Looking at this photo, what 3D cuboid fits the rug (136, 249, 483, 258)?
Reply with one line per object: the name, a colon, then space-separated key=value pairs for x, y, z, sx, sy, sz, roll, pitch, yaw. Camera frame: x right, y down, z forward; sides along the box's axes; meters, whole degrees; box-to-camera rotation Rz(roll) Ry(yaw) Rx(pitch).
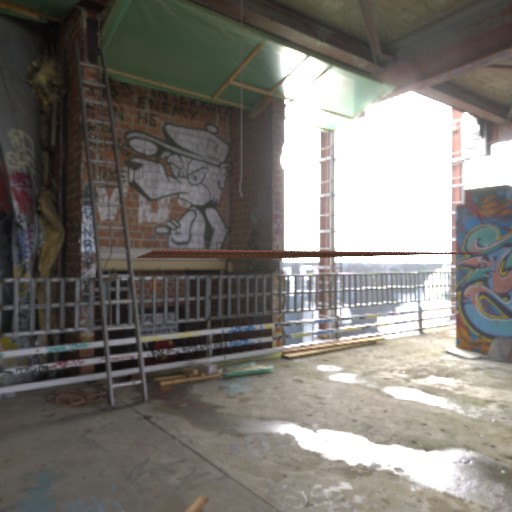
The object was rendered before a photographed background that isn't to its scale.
rug: x=0.000 y=0.000 z=3.041 sx=1.523 sy=0.008 sz=2.438 roll=0 pitch=-1 yaw=-17
